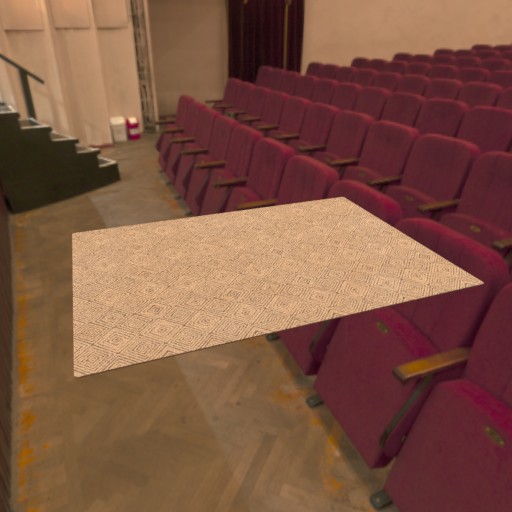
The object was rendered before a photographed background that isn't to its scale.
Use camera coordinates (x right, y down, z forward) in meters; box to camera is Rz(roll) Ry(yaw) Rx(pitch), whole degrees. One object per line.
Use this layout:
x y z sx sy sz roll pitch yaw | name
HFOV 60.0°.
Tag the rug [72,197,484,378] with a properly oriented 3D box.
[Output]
0.000 0.000 2.888 2.238 0.008 1.593 -10 29 -18 | rug
